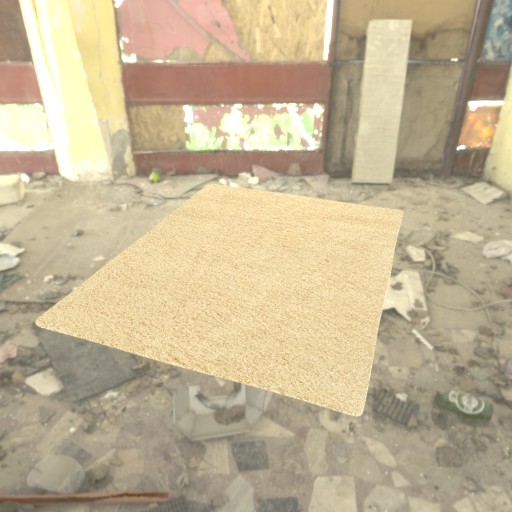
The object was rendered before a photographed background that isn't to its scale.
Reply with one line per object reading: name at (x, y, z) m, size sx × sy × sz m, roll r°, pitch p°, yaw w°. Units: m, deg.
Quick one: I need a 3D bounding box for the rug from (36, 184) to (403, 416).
rug at (0.000, 0.000, 4.103) m, size 2.401 × 0.025 × 3.001 m, roll 11°, pitch 32°, yaw 17°
